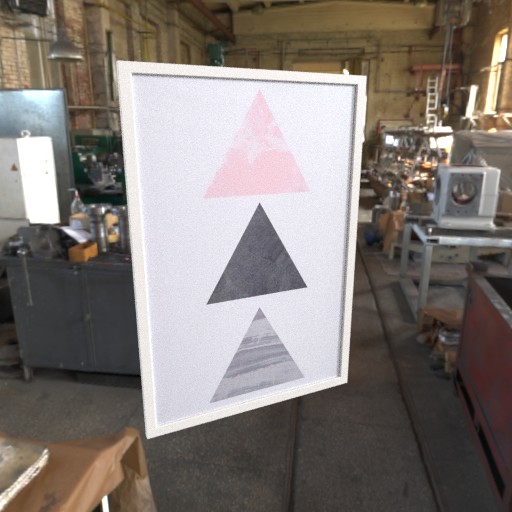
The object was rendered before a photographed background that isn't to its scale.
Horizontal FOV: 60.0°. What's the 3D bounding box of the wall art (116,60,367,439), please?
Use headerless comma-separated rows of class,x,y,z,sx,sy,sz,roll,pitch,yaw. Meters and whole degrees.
wall art,0.000,0.000,0.840,0.456,0.656,0.013,-7,17,-24
